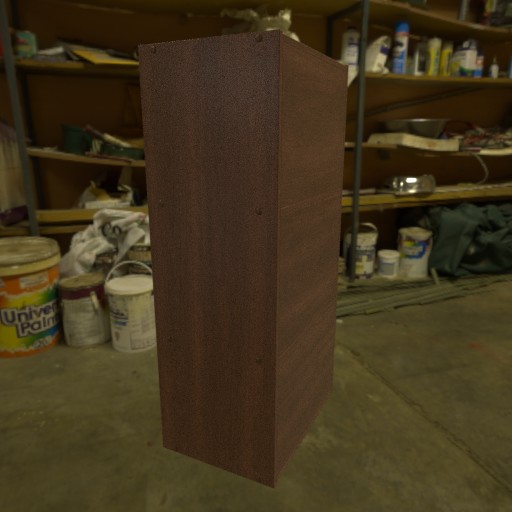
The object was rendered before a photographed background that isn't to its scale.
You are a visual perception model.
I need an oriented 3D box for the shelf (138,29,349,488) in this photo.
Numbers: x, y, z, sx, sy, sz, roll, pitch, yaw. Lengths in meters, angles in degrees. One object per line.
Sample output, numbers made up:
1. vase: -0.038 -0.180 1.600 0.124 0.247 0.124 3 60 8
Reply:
1. shelf: 0.000 0.000 1.058 0.290 0.879 0.414 7 17 26
